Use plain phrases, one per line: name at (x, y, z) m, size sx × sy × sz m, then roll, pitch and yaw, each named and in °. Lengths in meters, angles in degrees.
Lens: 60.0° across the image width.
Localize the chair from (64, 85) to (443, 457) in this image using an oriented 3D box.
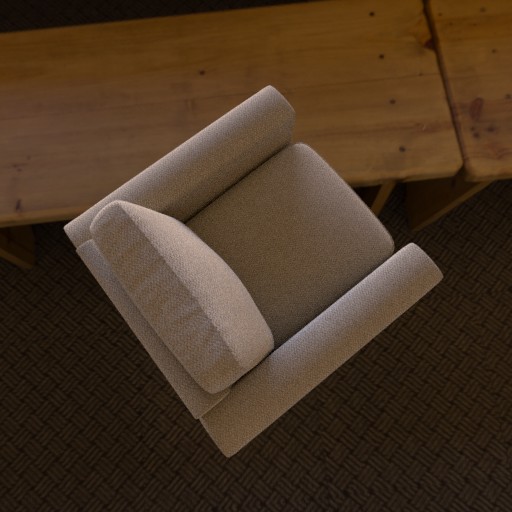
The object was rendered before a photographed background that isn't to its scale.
chair at (0.000, 0.000, 1.714) m, size 1.016 × 0.873 × 1.005 m, roll -37°, pitch 79°, yaw -9°
